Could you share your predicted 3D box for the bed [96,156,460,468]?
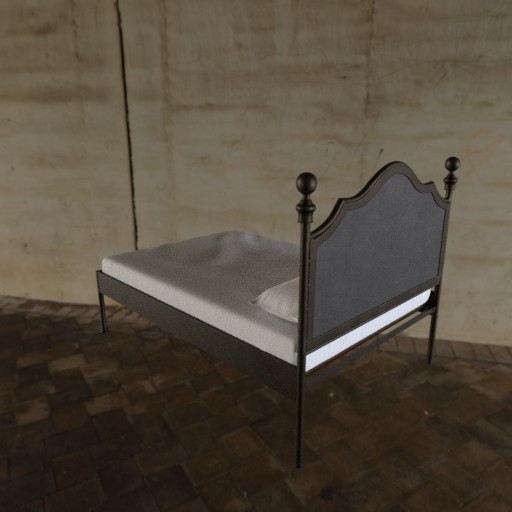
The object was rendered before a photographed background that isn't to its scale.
[{"bbox_3d":[0.000,0.000,3.226,1.533,1.462,2.170,-15,22,-42],"label":"bed"}]
